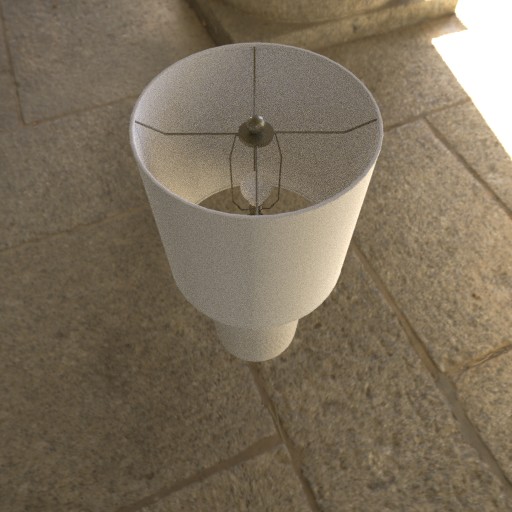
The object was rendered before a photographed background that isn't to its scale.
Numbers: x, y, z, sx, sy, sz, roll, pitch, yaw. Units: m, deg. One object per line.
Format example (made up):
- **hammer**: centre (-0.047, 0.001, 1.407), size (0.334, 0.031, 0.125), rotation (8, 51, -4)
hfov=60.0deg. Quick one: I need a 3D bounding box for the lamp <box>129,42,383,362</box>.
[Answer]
- **lamp**: centre (0.000, 0.000, 0.497), size (0.188, 0.392, 0.188), rotation (34, 64, 19)
